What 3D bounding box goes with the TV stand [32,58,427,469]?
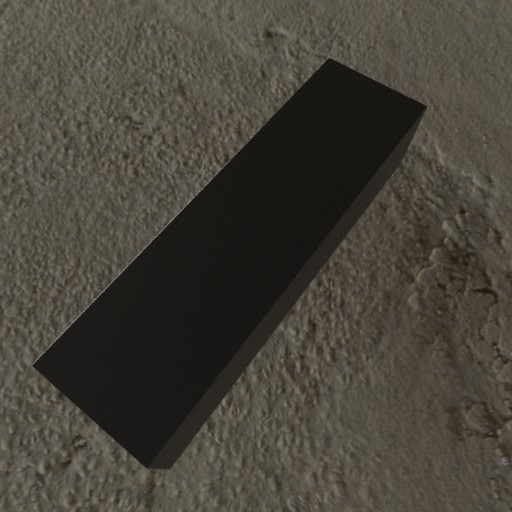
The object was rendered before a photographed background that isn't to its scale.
[{"bbox_3d":[0.000,0.000,1.474,0.390,0.518,1.312,34,69,15],"label":"TV stand"}]
